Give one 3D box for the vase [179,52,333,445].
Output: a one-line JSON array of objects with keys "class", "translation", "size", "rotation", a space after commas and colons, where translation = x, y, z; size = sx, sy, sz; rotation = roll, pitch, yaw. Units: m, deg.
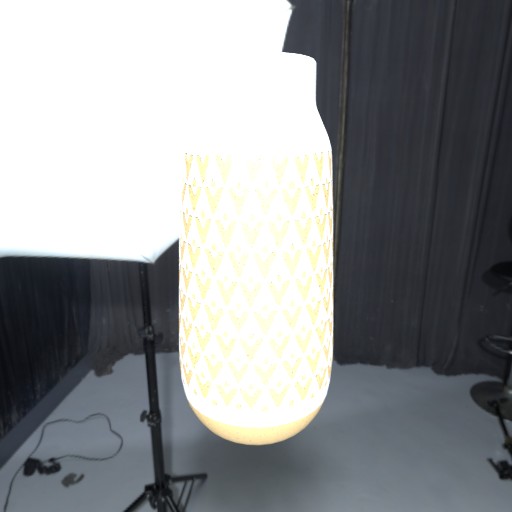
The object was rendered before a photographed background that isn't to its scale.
[{"class": "vase", "translation": [0.000, 0.000, 0.378], "size": [0.137, 0.307, 0.137], "rotation": [0, 16, 0]}]
